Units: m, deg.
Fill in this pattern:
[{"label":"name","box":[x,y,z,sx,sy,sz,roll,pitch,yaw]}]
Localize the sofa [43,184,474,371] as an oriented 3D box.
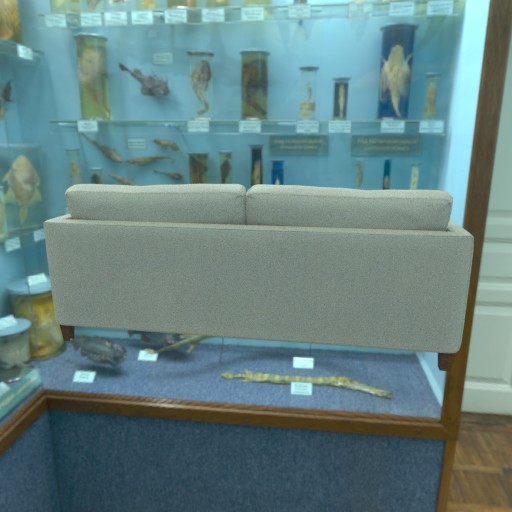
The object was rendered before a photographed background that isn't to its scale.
[{"label":"sofa","box":[0.000,0.000,2.870,2.361,0.968,0.951,2,15,9]}]
